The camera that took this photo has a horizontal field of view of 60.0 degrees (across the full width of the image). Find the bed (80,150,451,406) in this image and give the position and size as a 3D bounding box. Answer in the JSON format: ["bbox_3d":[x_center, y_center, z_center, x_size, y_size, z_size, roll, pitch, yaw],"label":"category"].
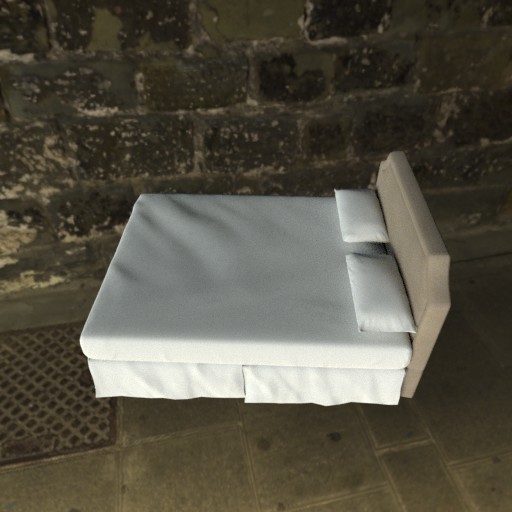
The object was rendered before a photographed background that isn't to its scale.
[{"bbox_3d":[0.000,0.000,3.711,2.498,1.293,1.977,1,41,2],"label":"bed"}]
